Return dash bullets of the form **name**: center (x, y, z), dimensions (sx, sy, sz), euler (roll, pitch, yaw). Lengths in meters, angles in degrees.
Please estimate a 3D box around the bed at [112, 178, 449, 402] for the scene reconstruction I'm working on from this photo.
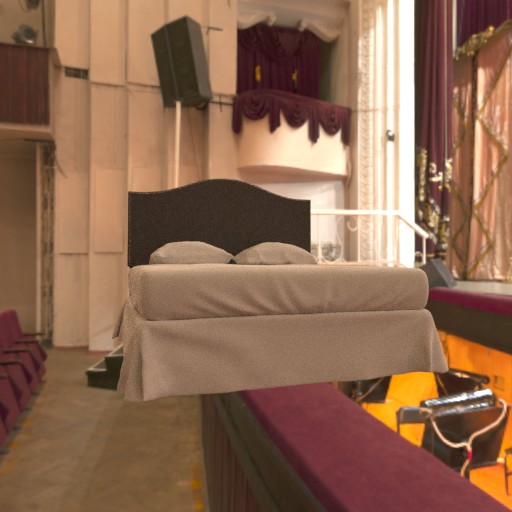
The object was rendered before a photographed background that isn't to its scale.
- **bed**: center (0.000, 0.000, 3.749), dimensions (2.314, 1.651, 2.219), euler (0, -1, -18)
